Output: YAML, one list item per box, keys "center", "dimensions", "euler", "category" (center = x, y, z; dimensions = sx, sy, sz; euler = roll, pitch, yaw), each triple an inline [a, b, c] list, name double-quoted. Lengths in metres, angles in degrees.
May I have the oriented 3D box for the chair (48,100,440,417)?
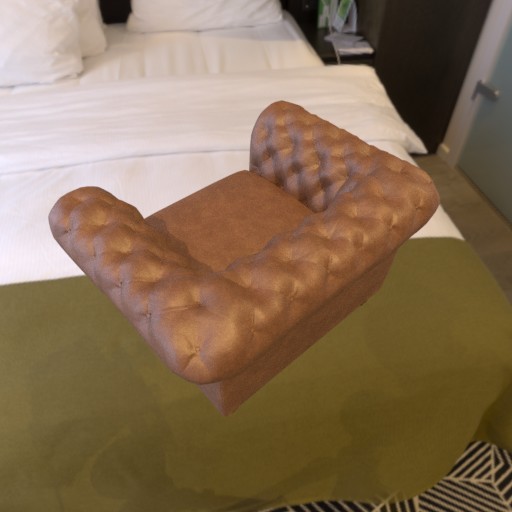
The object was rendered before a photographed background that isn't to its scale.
- center: [0.000, 0.000, 1.910]
  dimensions: [1.298, 0.784, 0.954]
  euler: [-33, 54, -28]
  category: "chair"
